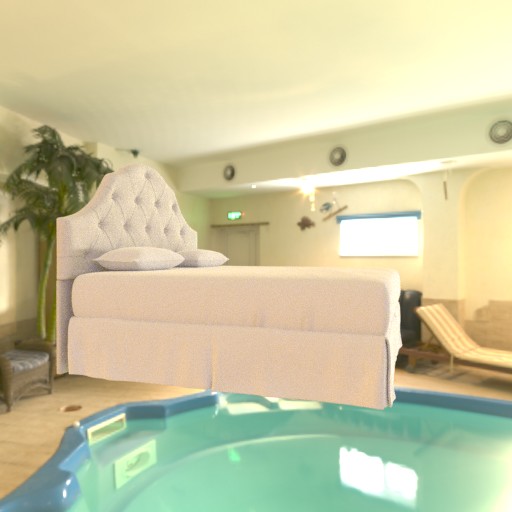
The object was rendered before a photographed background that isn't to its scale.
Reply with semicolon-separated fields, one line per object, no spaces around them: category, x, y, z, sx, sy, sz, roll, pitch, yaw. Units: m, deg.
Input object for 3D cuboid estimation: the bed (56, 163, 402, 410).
bed;0.000;0.000;3.585;2.214;1.615;2.008;0;0;20
